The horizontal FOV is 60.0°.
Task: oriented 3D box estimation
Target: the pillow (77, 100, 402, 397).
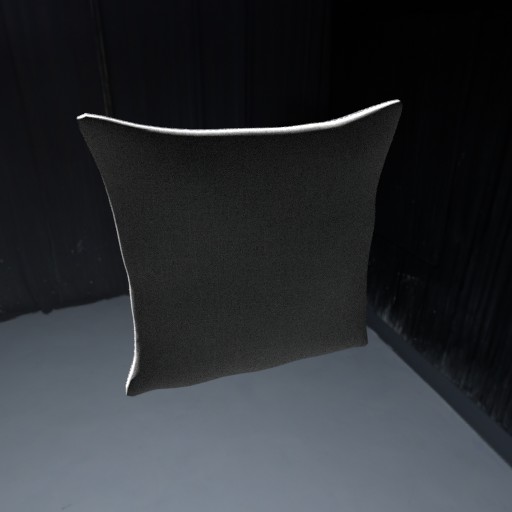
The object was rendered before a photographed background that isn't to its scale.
[{"bbox_3d":[0.000,0.000,0.667,0.435,0.432,0.138,-8,27,-16],"label":"pillow"}]
